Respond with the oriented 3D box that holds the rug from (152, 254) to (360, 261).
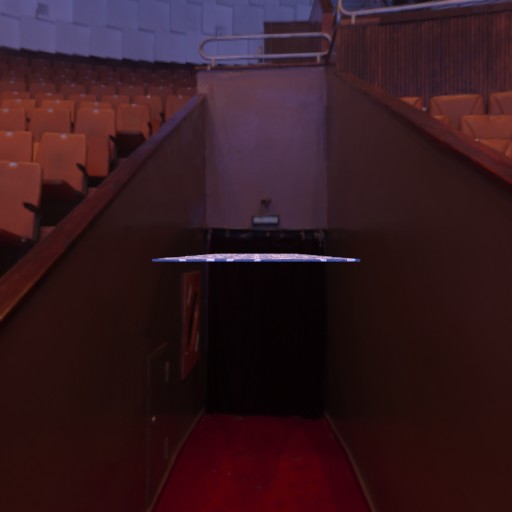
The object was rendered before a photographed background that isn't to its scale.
[{"bbox_3d":[0.000,0.000,2.608,0.685,0.006,2.296,0,1,0],"label":"rug"}]
